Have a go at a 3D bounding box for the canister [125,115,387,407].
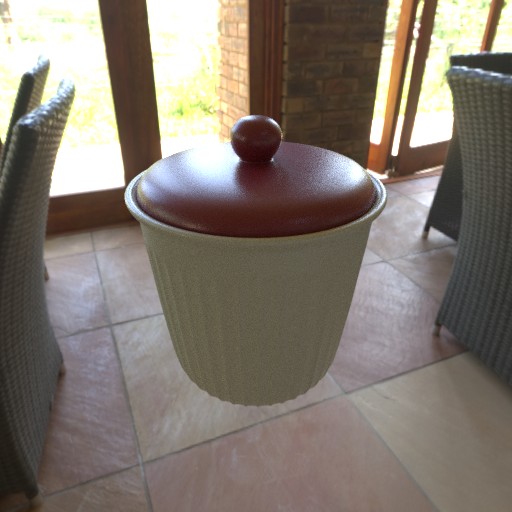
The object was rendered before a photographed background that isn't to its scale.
[{"bbox_3d":[0.000,0.000,0.343,0.181,0.211,0.181,0,29,0],"label":"canister"}]
